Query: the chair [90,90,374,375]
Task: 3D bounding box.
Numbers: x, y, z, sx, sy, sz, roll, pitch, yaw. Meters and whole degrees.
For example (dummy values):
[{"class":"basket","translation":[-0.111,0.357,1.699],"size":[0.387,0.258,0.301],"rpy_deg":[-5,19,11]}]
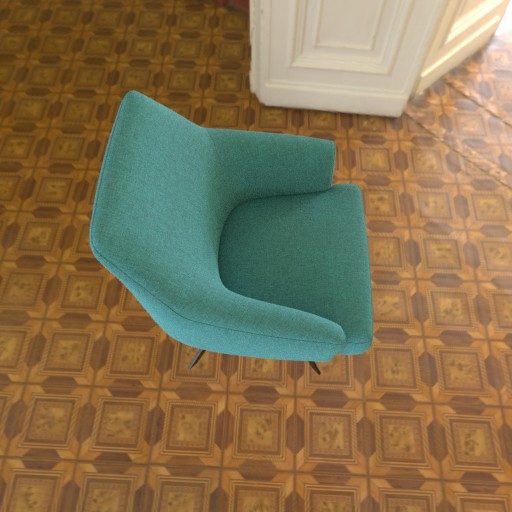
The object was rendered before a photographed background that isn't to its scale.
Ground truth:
[{"class":"chair","translation":[0.000,0.000,1.328],"size":[0.677,0.874,0.642],"rpy_deg":[2,63,1]}]
